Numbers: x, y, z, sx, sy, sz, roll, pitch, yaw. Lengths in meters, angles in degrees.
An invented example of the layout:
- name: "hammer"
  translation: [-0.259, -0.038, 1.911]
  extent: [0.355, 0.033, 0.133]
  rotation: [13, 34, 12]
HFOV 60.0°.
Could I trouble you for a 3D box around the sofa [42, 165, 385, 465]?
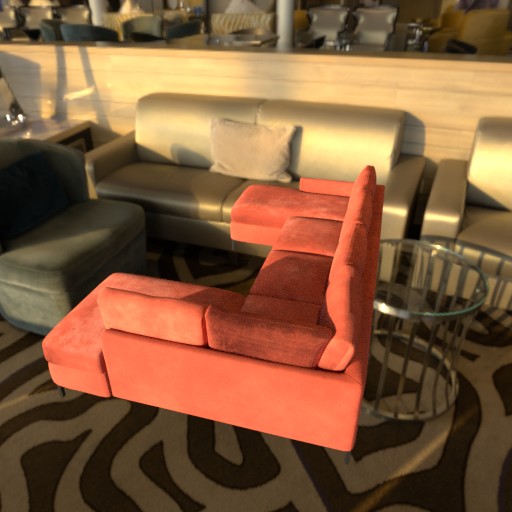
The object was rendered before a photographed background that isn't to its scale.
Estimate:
- name: "sofa"
  translation: [0.000, 0.000, 3.746]
  extent: [1.981, 0.858, 2.971]
  rotation: [8, 31, 14]
